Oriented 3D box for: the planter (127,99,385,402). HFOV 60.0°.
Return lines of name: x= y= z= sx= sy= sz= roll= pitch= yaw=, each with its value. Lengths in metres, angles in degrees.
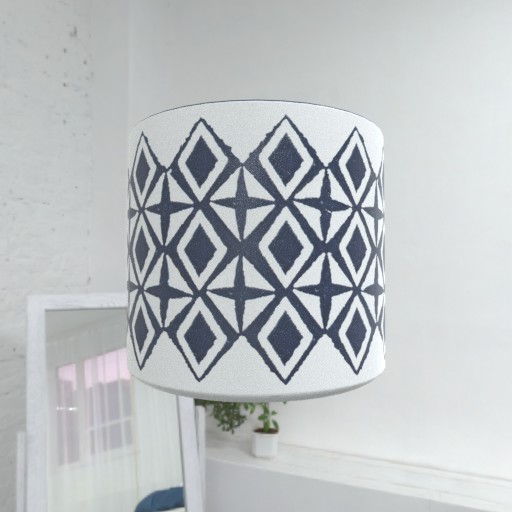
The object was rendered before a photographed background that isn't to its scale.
planter: x=0.000 y=0.000 z=0.326 sx=0.182 sy=0.165 sz=0.182 roll=0 pitch=-1 yaw=0
